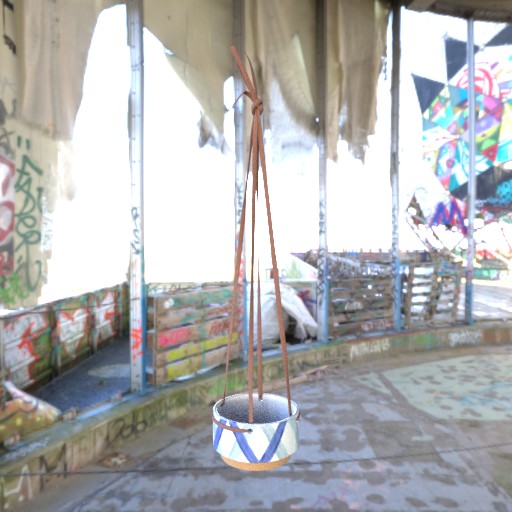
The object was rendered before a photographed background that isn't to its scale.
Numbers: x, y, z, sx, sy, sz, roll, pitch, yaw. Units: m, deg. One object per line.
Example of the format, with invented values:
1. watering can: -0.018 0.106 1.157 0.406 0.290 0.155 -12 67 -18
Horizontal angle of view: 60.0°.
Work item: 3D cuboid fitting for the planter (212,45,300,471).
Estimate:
1. planter: 0.000 0.000 0.833 0.166 0.751 0.166 0 2 1
